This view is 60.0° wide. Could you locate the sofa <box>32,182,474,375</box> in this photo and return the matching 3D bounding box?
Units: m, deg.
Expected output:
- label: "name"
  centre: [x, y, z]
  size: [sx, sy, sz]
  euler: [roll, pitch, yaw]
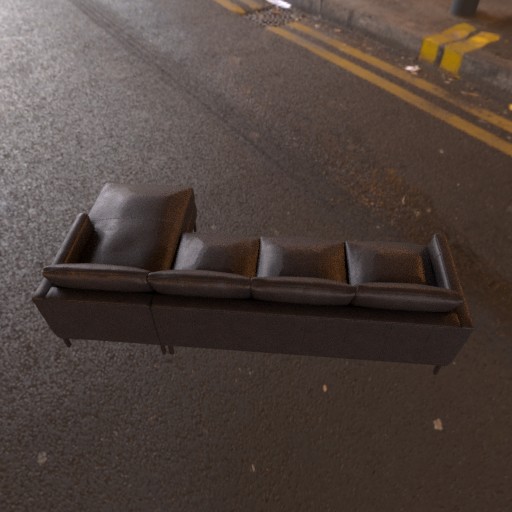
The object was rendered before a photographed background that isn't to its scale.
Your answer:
- label: "sofa"
  centre: [0.000, 0.000, 3.602]
  size: [2.993, 0.859, 1.471]
  euler: [3, 47, 3]
